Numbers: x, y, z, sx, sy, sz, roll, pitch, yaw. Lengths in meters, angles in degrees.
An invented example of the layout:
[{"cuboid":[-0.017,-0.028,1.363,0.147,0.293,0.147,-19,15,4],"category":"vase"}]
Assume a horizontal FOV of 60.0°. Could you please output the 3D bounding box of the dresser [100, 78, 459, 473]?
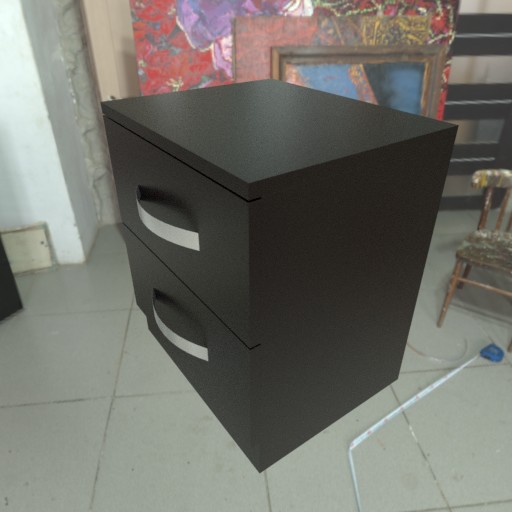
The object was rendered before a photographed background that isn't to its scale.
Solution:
[{"cuboid":[0.000,0.000,0.747,0.360,0.470,0.400,-21,37,-30],"category":"dresser"}]
